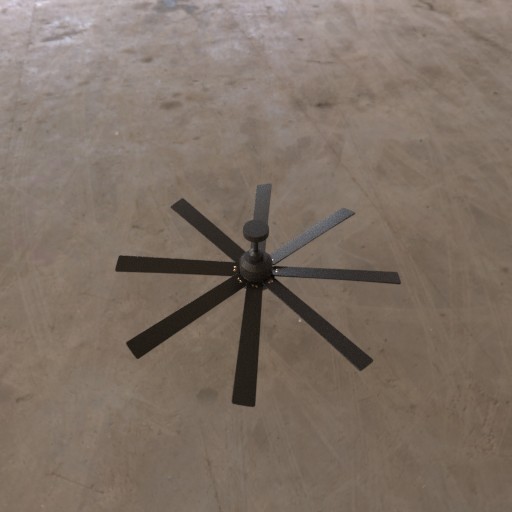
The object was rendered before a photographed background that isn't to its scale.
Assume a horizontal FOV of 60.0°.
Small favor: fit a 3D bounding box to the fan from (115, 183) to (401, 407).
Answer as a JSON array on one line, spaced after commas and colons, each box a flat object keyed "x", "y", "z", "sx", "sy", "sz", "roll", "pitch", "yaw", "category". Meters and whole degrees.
[{"x": 0.000, "y": 0.000, "z": 2.767, "sx": 1.830, "sy": 0.472, "sz": 1.830, "roll": 3, "pitch": 46, "yaw": 3, "category": "fan"}]
